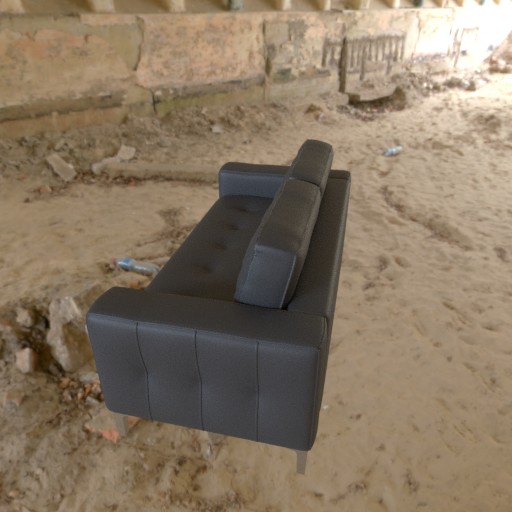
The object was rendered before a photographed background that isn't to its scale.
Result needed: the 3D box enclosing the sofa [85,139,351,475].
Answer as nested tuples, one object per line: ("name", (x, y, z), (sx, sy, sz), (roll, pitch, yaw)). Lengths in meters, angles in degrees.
("sofa", (0.000, 0.000, 2.226), (0.833, 0.893, 1.726), (7, 31, 12))
